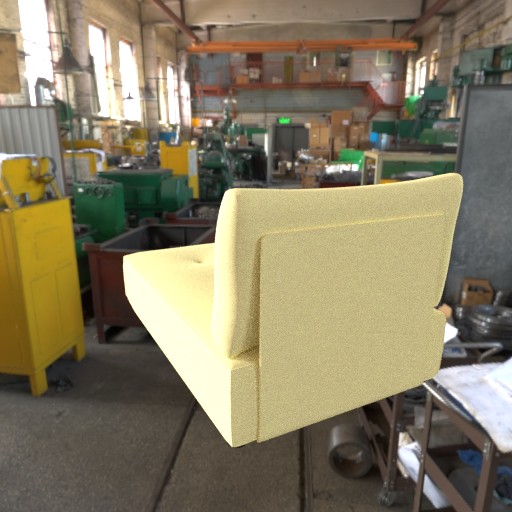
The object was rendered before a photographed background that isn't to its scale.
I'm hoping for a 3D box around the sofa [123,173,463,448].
[{"bbox_3d":[0.000,0.000,2.054,0.930,0.820,1.450,-8,17,-27],"label":"sofa"}]
